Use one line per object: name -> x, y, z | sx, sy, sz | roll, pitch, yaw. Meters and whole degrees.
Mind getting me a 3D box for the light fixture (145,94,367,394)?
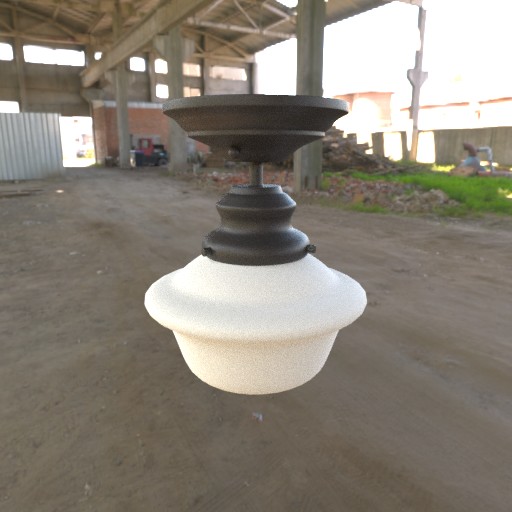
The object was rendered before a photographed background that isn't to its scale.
light fixture -> 0.000, 0.000, 0.393 | 0.197, 0.254, 0.197 | 0, 13, 0
